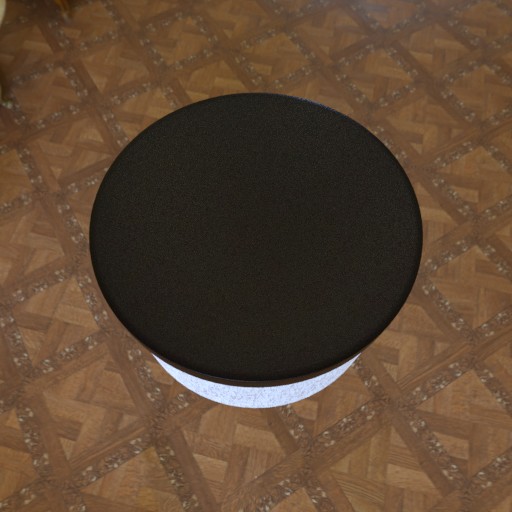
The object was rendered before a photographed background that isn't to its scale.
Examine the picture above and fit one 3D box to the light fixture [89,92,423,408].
[{"bbox_3d":[0.000,0.000,0.624,0.389,0.229,0.389,0,64,0],"label":"light fixture"}]
